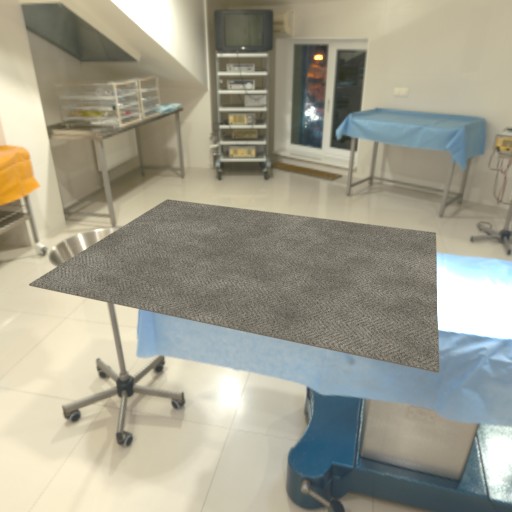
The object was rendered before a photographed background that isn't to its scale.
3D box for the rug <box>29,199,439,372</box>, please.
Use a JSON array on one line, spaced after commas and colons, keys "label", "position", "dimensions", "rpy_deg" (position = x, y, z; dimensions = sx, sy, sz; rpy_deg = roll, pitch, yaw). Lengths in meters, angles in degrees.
[{"label": "rug", "position": [0.000, 0.000, 2.911], "dimensions": [2.235, 0.008, 1.600], "rpy_deg": [9, 28, 17]}]
